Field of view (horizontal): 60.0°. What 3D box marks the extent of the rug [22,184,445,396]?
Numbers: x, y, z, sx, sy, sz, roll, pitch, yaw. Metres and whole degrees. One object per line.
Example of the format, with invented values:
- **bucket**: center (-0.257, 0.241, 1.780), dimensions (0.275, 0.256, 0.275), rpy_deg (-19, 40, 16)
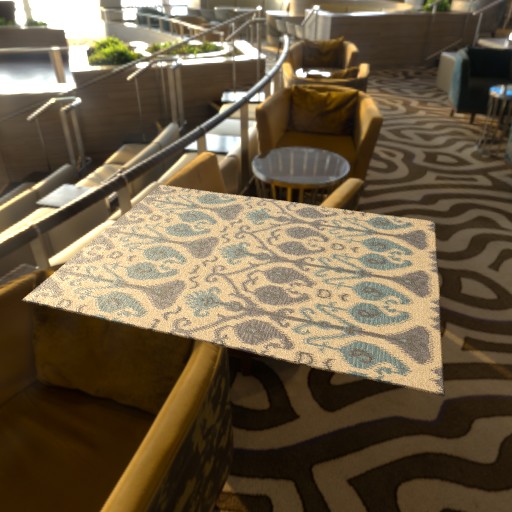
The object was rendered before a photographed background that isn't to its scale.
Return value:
- **rug**: center (0.000, 0.000, 2.889), dimensions (2.261, 0.013, 1.676), rpy_deg (10, 34, 14)
